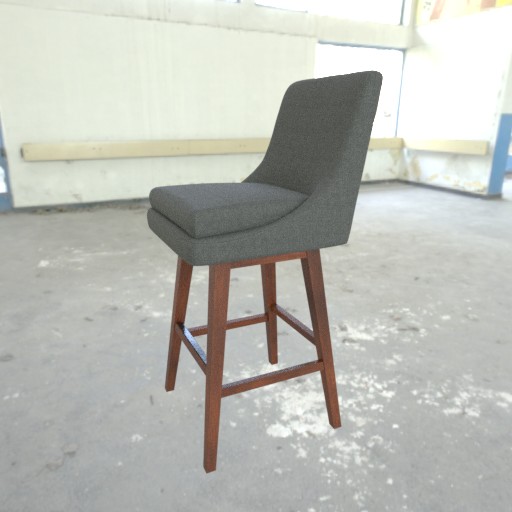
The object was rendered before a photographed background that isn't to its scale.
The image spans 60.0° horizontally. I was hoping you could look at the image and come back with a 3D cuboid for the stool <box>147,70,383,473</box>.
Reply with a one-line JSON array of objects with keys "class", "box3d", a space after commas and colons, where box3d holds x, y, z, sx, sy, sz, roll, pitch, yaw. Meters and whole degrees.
[{"class": "stool", "box3d": [0.000, 0.000, 1.267, 0.524, 0.977, 0.447, -8, 19, -24]}]
